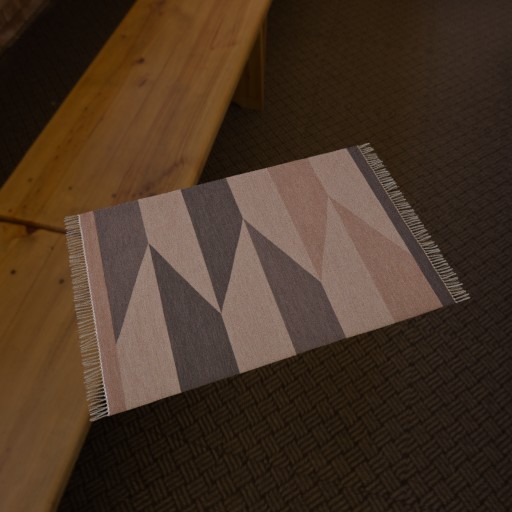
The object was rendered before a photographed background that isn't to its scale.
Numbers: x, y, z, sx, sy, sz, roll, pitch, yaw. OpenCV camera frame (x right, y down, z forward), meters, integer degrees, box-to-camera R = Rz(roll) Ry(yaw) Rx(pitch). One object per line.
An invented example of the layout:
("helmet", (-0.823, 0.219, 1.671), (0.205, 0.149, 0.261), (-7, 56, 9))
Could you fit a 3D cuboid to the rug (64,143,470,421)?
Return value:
("rug", (0.000, 0.000, 2.495), (2.021, 0.027, 1.224), (-16, 59, -10))
